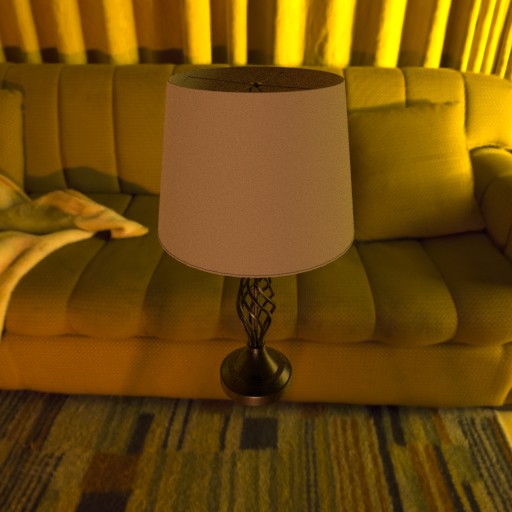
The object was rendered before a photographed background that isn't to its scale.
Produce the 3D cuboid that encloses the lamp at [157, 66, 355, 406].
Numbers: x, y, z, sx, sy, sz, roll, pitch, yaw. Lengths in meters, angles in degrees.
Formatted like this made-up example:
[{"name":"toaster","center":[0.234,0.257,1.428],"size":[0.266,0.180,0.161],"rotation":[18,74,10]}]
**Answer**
[{"name":"lamp","center":[0.000,0.000,0.787],"size":[0.331,0.594,0.331],"rotation":[0,30,0]}]
